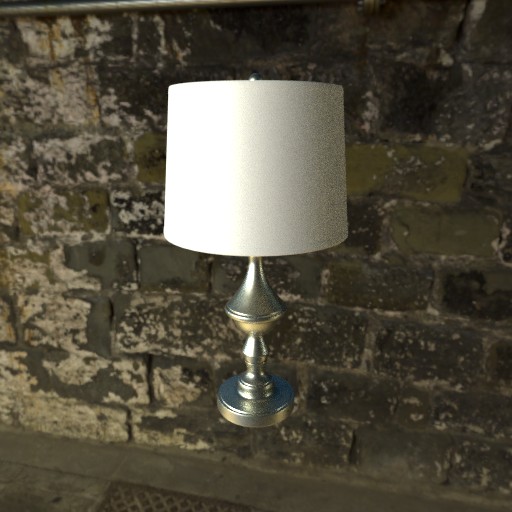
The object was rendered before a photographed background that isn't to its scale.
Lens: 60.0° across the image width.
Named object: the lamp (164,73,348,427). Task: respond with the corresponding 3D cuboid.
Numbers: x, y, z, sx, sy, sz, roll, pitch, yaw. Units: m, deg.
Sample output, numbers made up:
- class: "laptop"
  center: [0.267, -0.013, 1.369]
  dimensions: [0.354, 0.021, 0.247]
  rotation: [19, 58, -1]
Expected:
- class: "lamp"
  center: [0.000, 0.000, 0.957]
  dimensions: [0.383, 0.733, 0.383]
  rotation: [0, 17, 0]
